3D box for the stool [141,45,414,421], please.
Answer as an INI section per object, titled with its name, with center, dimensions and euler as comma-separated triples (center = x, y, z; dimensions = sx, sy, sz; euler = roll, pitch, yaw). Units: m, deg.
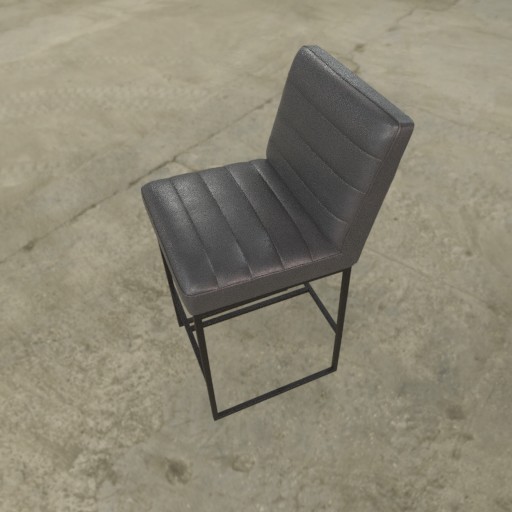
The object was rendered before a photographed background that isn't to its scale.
[stool]
center = 0.000, 0.000, 1.357
dimensions = 0.552, 1.040, 0.457
euler = -18, 50, -16
